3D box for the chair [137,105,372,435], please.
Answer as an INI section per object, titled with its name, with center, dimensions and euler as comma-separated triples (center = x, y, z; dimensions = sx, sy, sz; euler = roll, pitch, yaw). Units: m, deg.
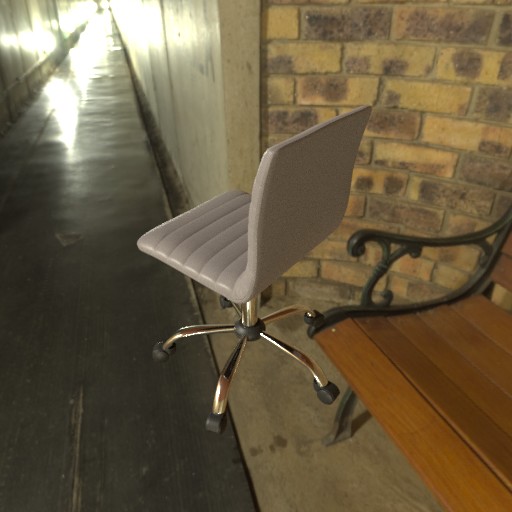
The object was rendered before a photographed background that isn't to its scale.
[chair]
center = 0.000, 0.000, 1.146
dimensions = 0.542, 0.750, 0.569
euler = 21, 37, 30
